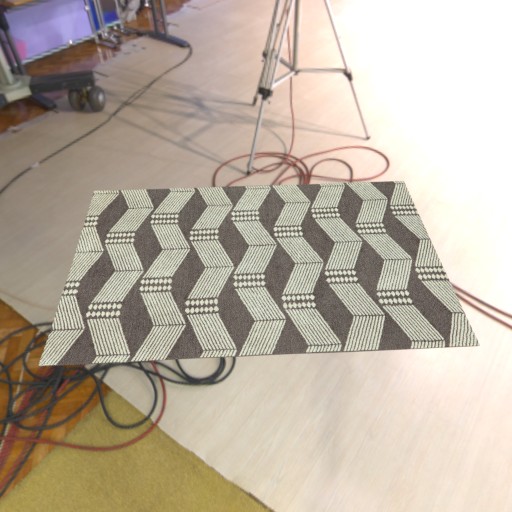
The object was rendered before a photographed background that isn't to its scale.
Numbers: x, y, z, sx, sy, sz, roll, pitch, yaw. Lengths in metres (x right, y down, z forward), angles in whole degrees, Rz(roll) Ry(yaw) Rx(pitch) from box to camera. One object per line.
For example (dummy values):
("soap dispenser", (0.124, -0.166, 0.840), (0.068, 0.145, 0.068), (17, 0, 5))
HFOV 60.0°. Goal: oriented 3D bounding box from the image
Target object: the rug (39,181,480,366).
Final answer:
("rug", (0.000, 0.000, 2.959), (2.435, 0.011, 1.517), (-2, 47, -2))
